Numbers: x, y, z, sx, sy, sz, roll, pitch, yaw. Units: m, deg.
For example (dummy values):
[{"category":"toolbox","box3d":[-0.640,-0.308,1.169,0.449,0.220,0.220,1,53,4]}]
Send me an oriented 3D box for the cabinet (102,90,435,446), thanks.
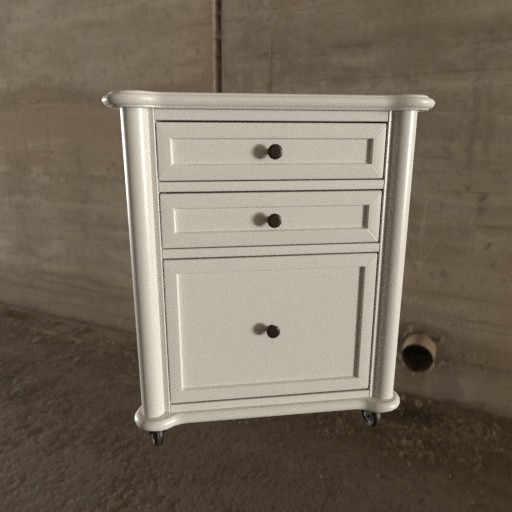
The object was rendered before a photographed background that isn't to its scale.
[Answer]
[{"category":"cabinet","box3d":[0.000,0.000,1.183,0.628,0.761,0.627,-2,14,-8]}]
